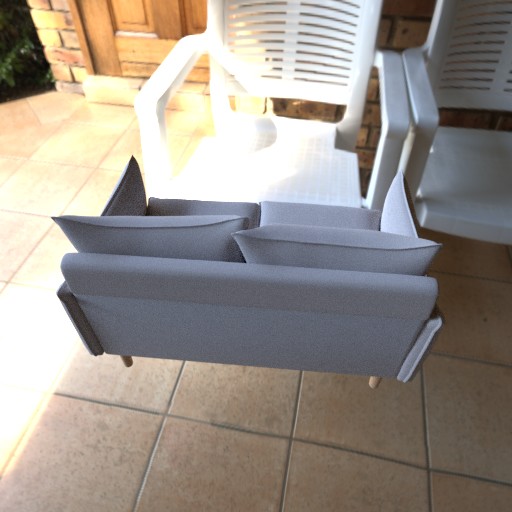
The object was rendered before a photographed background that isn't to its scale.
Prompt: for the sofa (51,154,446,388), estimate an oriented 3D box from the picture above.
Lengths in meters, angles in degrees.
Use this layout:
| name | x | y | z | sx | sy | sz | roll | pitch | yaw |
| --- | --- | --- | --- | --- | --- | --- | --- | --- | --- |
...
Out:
| name | x | y | z | sx | sy | sz | roll | pitch | yaw |
| --- | --- | --- | --- | --- | --- | --- | --- | --- | --- |
| sofa | 0.000 | 0.000 | 1.833 | 1.300 | 0.840 | 0.820 | 4 | 47 | 4 |
